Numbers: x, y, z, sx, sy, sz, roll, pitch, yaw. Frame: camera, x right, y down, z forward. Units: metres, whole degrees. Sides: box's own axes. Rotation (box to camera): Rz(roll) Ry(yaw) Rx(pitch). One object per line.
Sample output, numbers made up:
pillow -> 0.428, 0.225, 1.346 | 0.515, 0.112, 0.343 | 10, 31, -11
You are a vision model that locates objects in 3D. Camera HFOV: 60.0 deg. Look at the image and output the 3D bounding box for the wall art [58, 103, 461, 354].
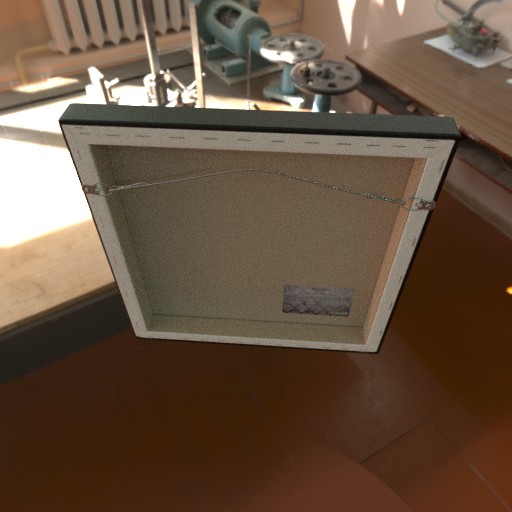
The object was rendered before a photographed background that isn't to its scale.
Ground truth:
wall art -> 0.000, 0.000, 0.600 | 0.406, 0.407, 0.041 | 3, 47, 3
